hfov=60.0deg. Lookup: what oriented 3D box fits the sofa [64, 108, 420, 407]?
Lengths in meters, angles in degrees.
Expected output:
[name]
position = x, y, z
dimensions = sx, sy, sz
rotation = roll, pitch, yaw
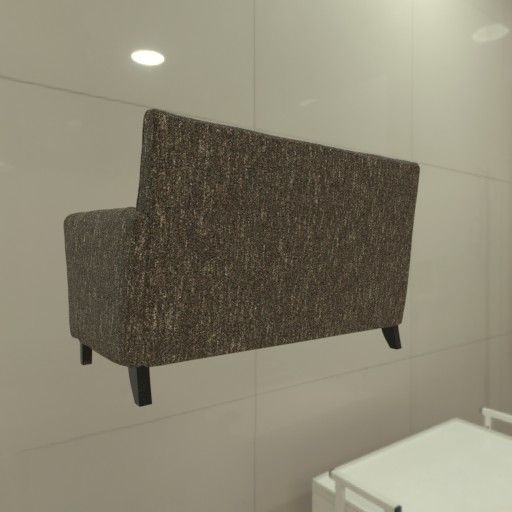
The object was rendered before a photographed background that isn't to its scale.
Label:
[sofa]
position = 0.000, 0.000, 2.073
dimensions = 1.519, 0.946, 0.801
rotation = -1, 1, -37
